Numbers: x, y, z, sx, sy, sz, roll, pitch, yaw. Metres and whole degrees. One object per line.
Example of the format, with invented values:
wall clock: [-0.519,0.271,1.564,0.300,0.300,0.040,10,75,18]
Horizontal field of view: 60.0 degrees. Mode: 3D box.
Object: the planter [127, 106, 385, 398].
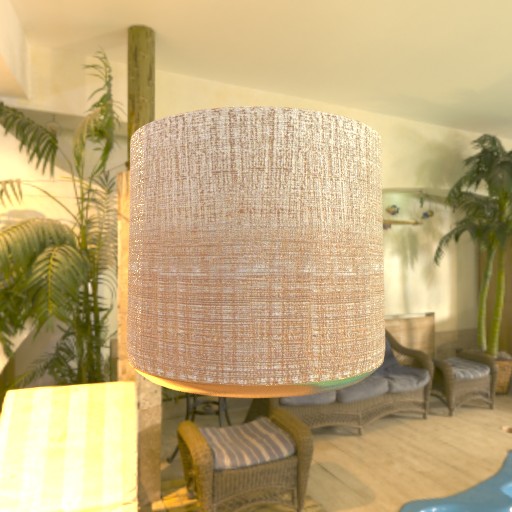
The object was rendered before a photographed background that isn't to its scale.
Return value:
planter: [0.000,0.000,0.195,0.109,0.096,0.109,0,-1,0]
